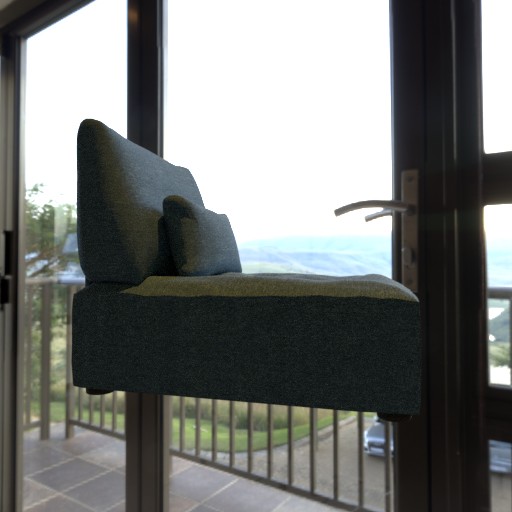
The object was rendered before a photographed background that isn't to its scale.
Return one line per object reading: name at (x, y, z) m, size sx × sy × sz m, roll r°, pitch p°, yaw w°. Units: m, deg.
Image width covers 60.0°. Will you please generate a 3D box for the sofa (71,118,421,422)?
sofa at (0.000, 0.000, 1.514) m, size 1.000 × 0.820 × 0.700 m, roll 0°, pitch -1°, yaw 16°
